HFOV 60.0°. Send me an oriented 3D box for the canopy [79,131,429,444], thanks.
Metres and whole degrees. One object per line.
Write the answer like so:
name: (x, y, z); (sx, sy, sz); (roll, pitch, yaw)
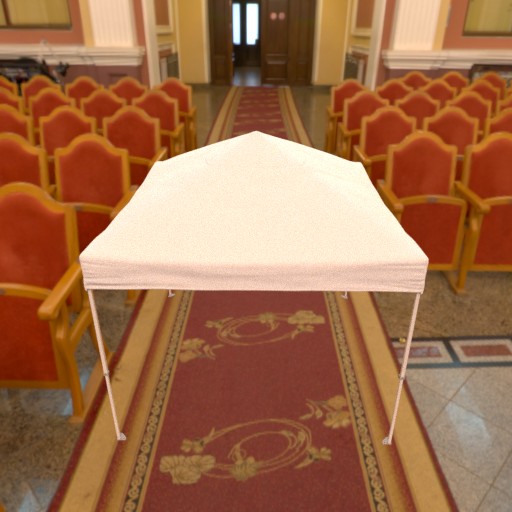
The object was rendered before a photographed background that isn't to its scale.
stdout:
canopy: (0.000, 0.000, 5.413); (2.998, 2.997, 2.996); (1, 27, 1)
